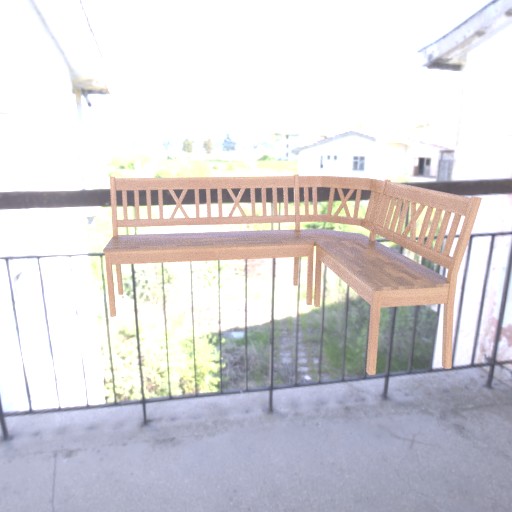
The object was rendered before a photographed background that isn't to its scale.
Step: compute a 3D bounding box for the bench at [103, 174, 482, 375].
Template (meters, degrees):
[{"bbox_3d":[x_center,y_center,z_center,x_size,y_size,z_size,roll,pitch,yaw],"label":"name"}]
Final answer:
[{"bbox_3d":[0.000,0.000,2.812,1.937,0.902,1.537,-2,15,-9],"label":"bench"}]
